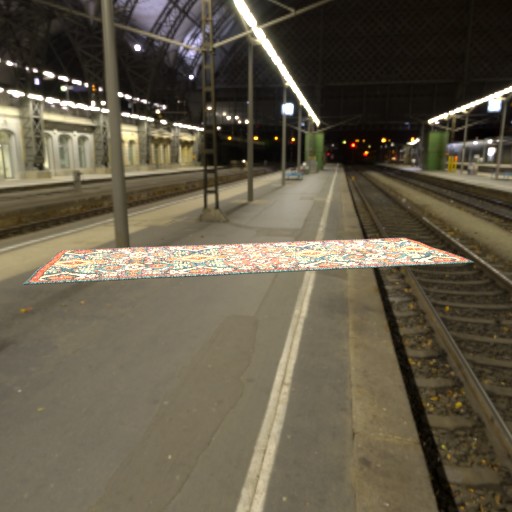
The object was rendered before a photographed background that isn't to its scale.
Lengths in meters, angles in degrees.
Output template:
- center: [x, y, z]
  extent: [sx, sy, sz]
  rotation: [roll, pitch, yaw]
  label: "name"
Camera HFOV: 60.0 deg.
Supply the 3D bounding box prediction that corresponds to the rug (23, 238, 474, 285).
- center: [0.000, 0.000, 2.746]
  extent: [2.459, 0.010, 0.801]
  rotation: [-2, 13, -10]
  label: "rug"
